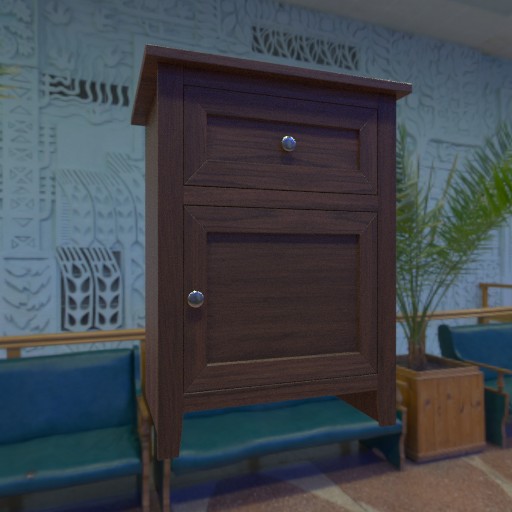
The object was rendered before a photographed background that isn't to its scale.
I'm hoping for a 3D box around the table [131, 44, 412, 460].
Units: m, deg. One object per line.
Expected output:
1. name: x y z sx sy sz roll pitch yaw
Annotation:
1. table: 0.000 0.000 0.921 0.480 0.636 0.381 0 0 -19
